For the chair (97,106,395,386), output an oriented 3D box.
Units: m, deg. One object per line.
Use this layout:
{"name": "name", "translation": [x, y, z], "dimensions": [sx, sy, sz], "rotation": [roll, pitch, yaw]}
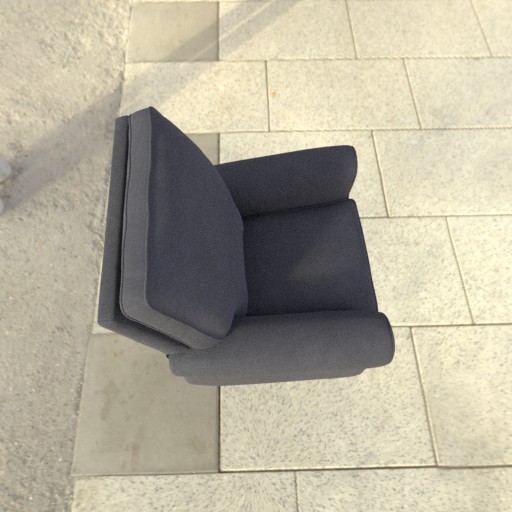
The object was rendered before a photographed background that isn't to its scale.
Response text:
{"name": "chair", "translation": [0.000, 0.000, 1.658], "dimensions": [0.878, 0.961, 0.890], "rotation": [-4, 64, -2]}
